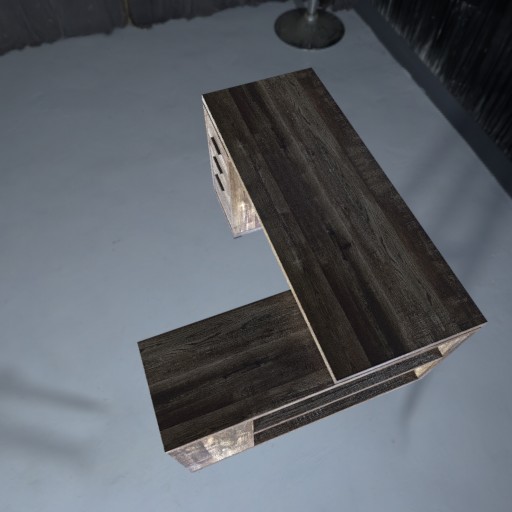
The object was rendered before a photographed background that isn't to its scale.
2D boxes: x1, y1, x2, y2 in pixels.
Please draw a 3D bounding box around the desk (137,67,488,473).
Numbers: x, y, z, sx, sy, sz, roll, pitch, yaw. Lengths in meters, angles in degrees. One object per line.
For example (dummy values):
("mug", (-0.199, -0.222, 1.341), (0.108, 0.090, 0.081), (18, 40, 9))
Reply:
("desk", (0.000, 0.000, 2.166), (1.200, 0.753, 1.524), (-18, 61, -10))
